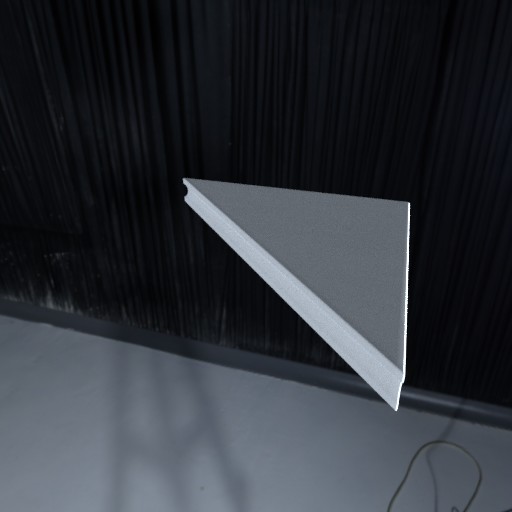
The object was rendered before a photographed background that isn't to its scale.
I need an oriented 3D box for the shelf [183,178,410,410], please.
[{"bbox_3d":[0.000,0.000,0.455,0.296,0.035,0.296,9,31,14],"label":"shelf"}]
